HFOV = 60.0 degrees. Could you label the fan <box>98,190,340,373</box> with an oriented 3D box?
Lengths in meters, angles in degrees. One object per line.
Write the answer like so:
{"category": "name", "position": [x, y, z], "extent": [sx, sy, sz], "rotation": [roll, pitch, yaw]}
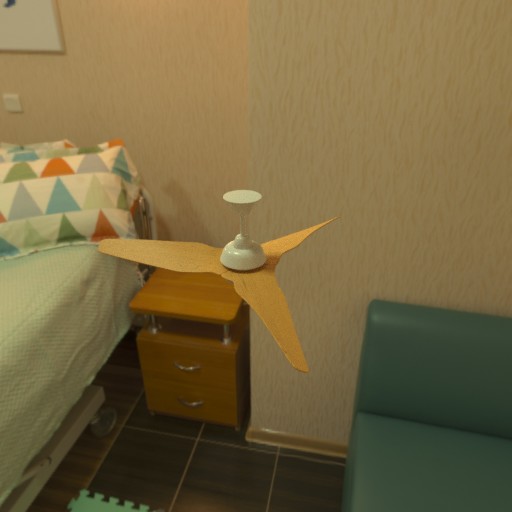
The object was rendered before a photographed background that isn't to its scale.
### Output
{"category": "fan", "position": [0.000, 0.000, 1.616], "extent": [1.142, 0.355, 1.010], "rotation": [-8, 29, -15]}
